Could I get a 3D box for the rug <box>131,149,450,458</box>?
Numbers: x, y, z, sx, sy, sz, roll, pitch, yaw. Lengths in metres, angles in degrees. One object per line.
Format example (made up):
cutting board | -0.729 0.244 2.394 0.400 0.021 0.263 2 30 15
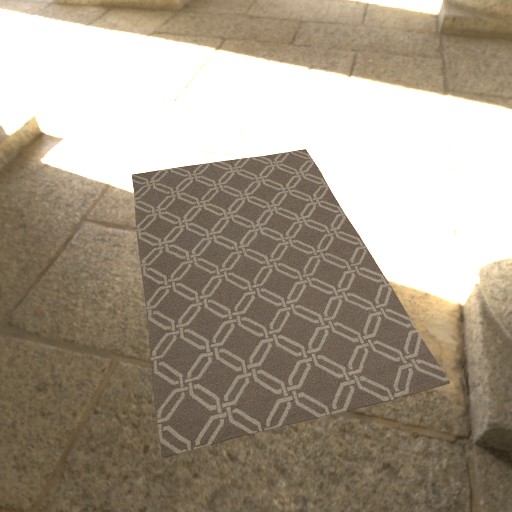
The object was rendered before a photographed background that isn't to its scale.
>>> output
rug | 0.000 0.000 2.229 1.142 0.010 1.748 -11 47 -10
